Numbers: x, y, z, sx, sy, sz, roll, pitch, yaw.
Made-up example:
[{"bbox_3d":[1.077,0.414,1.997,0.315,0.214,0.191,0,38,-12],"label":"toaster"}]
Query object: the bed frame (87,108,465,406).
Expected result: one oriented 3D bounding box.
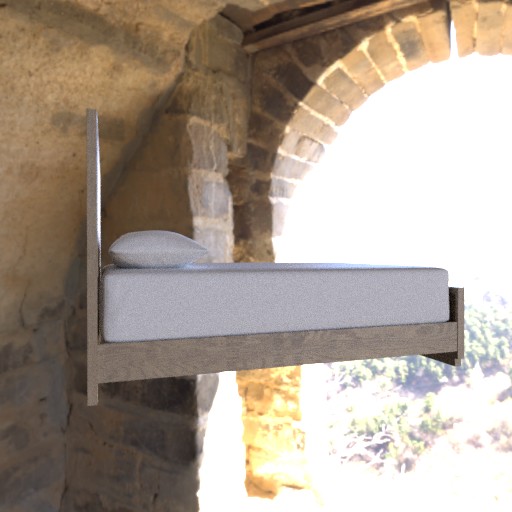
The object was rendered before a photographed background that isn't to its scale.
[{"bbox_3d":[0.000,0.000,3.151,2.189,1.369,1.606,0,0,-19],"label":"bed frame"}]
